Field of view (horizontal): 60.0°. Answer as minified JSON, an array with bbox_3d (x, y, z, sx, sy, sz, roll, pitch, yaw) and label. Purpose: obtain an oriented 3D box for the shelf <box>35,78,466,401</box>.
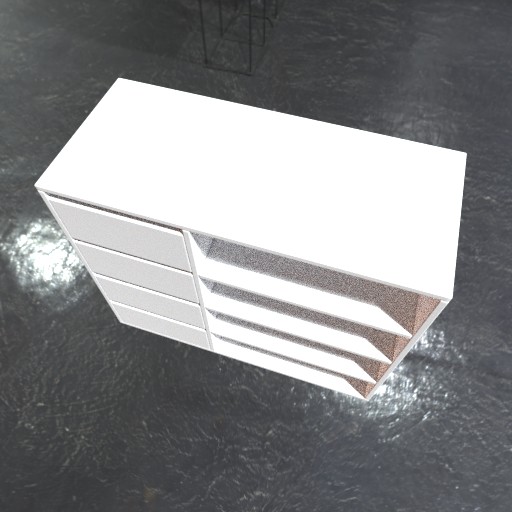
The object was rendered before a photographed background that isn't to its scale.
[{"bbox_3d":[0.000,0.000,1.305,0.895,0.732,0.396,15,59,10],"label":"shelf"}]
